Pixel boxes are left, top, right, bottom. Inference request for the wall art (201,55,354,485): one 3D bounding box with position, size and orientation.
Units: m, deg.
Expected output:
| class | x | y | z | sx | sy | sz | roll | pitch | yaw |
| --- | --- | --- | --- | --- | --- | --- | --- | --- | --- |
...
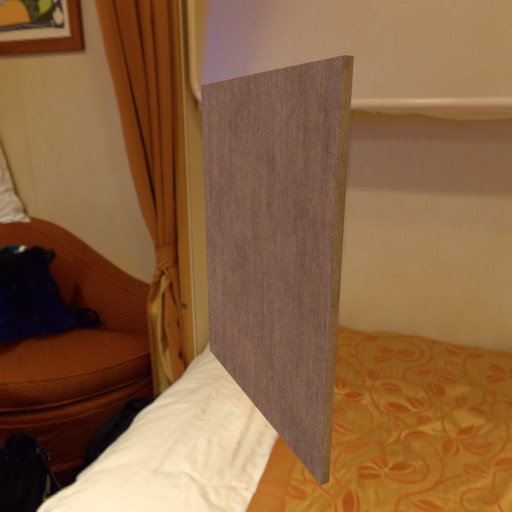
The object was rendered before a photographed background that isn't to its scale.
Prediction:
| class | x | y | z | sx | sy | sz | roll | pitch | yaw |
| --- | --- | --- | --- | --- | --- | --- | --- | --- | --- |
| wall art | 0.000 | 0.000 | 0.901 | 0.018 | 0.686 | 0.534 | -8 | 19 | -25 |
